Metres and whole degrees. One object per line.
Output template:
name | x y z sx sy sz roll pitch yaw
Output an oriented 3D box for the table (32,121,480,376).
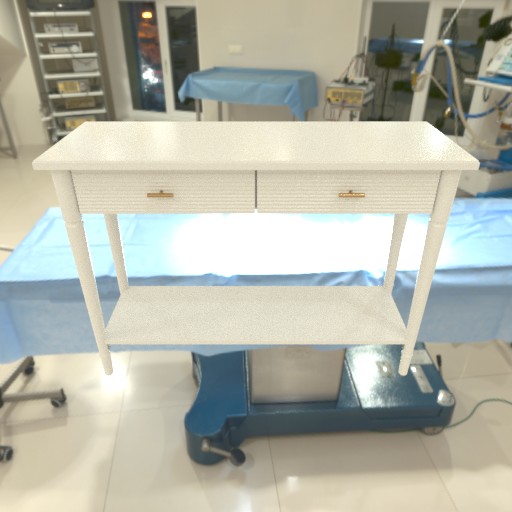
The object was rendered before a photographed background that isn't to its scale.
table | 0.000 0.000 1.407 1.067 0.749 0.381 0 31 0
